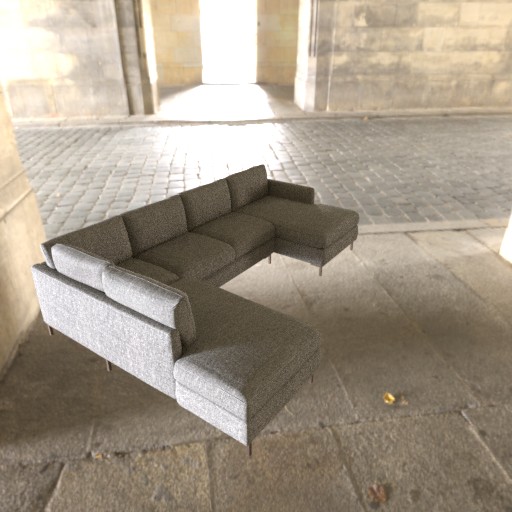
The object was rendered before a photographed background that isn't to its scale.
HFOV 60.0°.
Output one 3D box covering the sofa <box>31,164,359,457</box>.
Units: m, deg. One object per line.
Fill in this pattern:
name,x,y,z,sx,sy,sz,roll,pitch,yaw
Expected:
sofa,0.000,0.000,3.574,1.879,0.756,2.737,18,31,32
